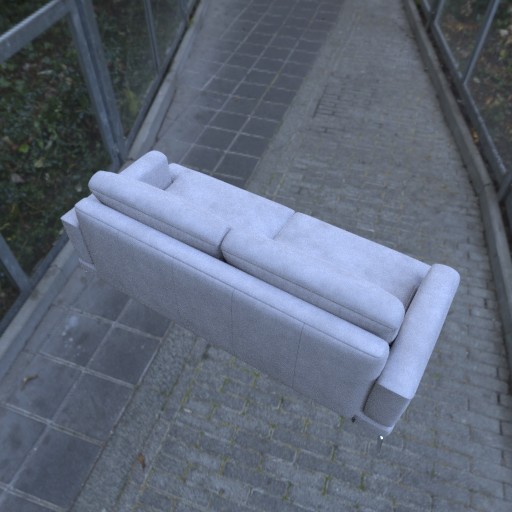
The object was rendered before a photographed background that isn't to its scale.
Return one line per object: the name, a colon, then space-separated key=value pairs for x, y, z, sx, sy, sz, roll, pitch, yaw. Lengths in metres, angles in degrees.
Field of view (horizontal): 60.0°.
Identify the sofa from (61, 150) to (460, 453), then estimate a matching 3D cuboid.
sofa: x=0.000 y=0.000 z=2.468 sx=2.013 sy=0.830 sz=0.980 roll=25 pitch=52 yaw=21
